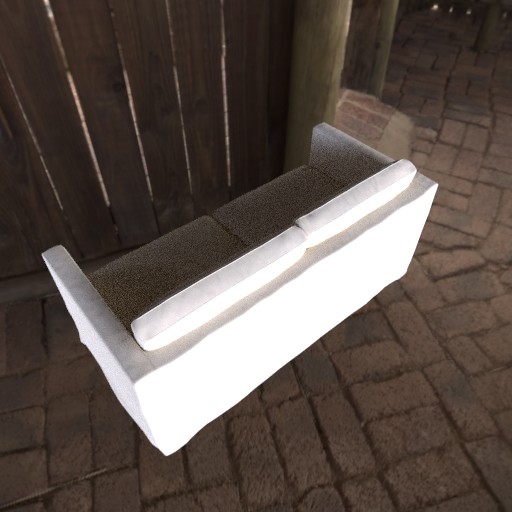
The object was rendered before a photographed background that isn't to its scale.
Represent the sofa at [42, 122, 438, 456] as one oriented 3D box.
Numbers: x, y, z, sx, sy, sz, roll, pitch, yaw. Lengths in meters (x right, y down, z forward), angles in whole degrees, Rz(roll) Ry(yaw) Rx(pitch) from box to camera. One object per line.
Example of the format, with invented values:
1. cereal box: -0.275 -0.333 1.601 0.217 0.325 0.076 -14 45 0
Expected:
1. sofa: 0.000 0.000 2.539 1.987 0.870 0.940 -31 53 -27
